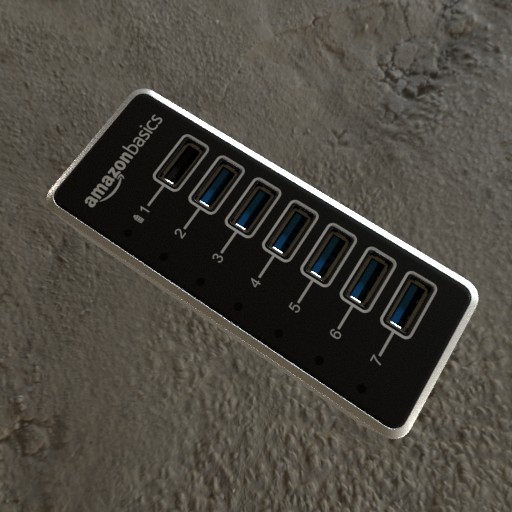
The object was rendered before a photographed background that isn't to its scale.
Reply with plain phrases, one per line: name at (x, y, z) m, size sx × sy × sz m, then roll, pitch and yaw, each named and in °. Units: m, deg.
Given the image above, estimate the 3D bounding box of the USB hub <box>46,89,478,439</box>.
USB hub at (0.000, 0.000, 0.125) m, size 0.110 × 0.023 × 0.044 m, roll 33°, pitch 78°, yaw 8°
